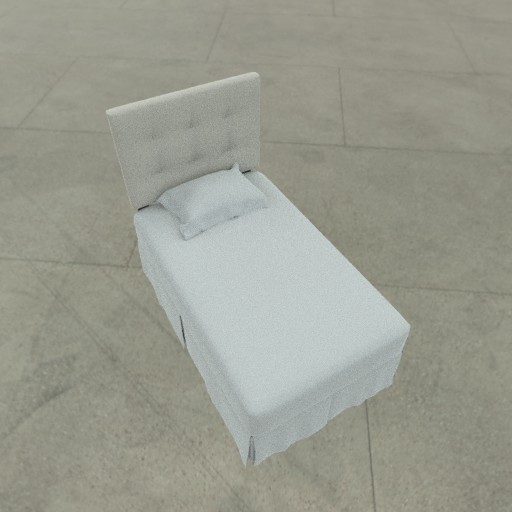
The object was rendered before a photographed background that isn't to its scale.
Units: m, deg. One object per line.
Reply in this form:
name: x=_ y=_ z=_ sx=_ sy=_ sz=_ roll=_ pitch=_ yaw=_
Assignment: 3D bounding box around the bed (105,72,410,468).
bed: x=0.000 y=0.000 z=3.056 sx=1.261 sy=1.571 sz=1.997 roll=-23 pitch=51 yaw=-20
